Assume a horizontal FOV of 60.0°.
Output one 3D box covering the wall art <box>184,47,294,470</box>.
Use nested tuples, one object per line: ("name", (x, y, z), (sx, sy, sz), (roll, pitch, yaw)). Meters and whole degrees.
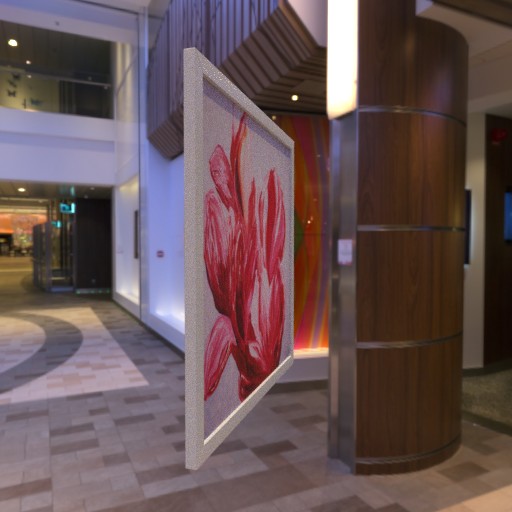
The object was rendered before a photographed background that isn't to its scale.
("wall art", (0.000, 0.000, 1.010), (0.020, 0.661, 0.664), (1, 2, 18))
